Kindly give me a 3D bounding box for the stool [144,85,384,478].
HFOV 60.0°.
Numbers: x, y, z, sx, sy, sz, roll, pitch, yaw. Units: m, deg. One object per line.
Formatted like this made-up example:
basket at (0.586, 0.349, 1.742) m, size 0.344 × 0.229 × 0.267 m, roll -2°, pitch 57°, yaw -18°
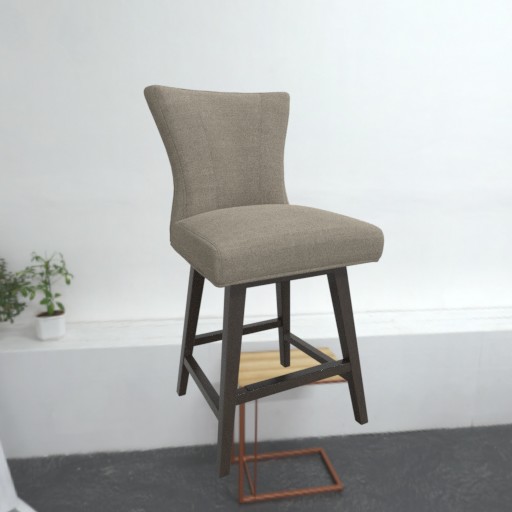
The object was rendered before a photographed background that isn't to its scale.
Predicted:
stool at (0.000, 0.000, 1.354) m, size 0.514 × 1.000 × 0.574 m, roll -8°, pitch 17°, yaw -27°
